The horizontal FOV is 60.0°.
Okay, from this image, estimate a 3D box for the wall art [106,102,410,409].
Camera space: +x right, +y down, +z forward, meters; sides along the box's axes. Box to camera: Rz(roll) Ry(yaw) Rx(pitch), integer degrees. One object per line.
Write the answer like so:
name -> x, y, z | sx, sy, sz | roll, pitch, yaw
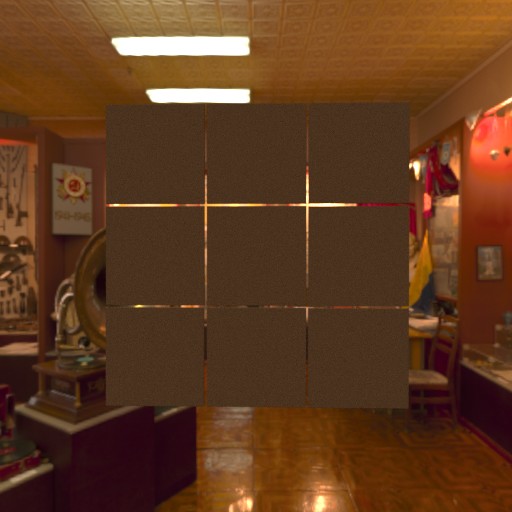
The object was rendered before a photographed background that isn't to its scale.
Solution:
wall art -> 0.000, 0.000, 1.780 | 1.216, 1.216, 0.013 | 0, 1, 1
